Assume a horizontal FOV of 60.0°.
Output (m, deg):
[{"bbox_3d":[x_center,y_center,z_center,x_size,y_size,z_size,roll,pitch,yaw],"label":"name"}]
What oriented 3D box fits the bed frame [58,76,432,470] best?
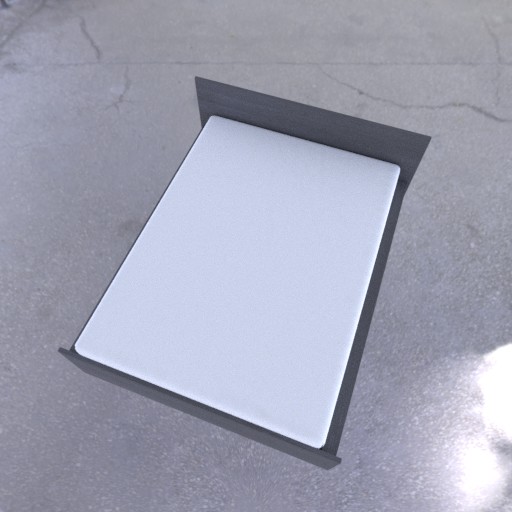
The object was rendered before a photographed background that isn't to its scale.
[{"bbox_3d":[0.000,0.000,2.815,1.622,0.800,1.960,18,62,10],"label":"bed frame"}]
